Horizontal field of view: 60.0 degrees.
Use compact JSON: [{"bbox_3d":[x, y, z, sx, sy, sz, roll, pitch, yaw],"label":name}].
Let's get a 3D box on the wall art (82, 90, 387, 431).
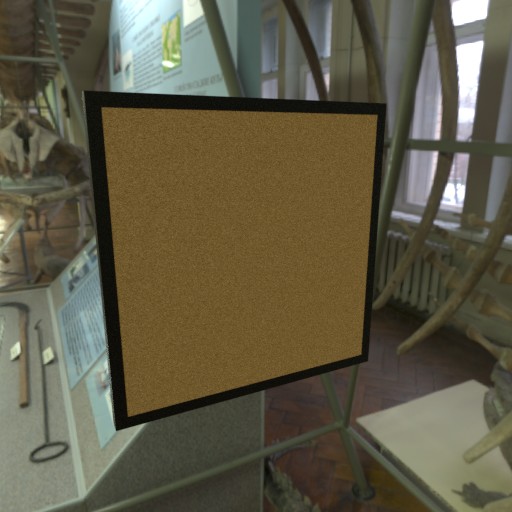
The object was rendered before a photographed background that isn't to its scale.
[{"bbox_3d":[0.000,0.000,1.135,0.762,0.762,0.038,-7,17,-26],"label":"wall art"}]
